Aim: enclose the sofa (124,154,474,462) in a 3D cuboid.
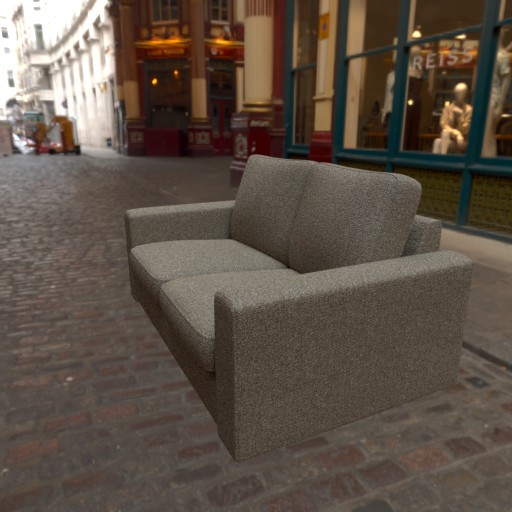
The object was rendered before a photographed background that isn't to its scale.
[{"bbox_3d":[0.000,0.000,2.146,1.016,0.873,1.616,-8,19,-25],"label":"sofa"}]
